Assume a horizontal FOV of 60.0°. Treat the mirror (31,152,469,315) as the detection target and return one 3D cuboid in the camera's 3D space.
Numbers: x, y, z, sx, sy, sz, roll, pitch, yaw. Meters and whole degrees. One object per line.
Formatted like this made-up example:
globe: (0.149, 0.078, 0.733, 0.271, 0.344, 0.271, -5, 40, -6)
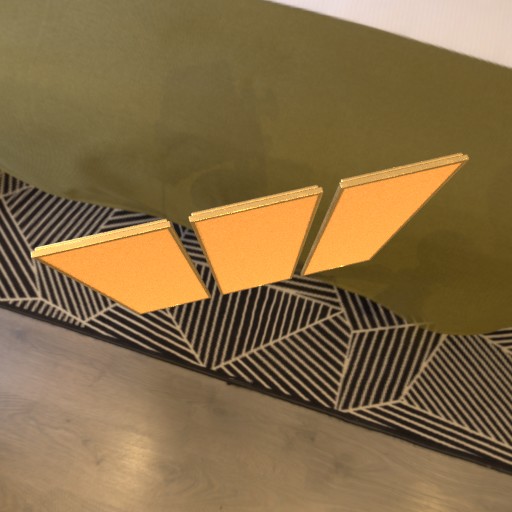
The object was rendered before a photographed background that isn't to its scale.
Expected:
mirror: (0.000, 0.000, 1.446, 1.011, 0.926, 0.023, -13, 75, -4)
